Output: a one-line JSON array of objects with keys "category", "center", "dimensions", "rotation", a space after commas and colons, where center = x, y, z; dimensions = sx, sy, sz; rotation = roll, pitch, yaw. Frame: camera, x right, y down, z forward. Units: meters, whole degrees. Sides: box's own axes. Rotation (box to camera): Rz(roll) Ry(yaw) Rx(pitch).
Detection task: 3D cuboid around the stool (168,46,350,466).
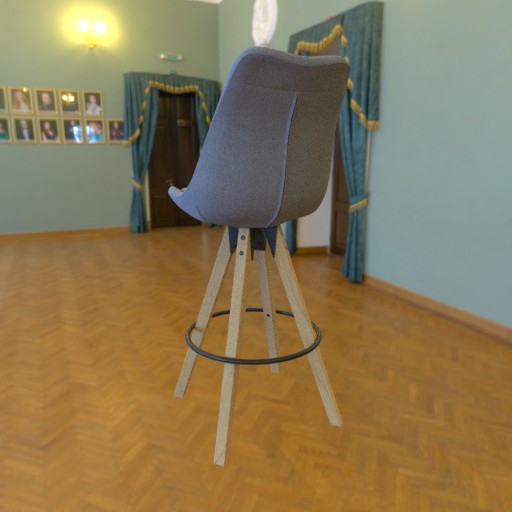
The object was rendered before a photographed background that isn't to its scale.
[{"category": "stool", "center": [0.000, 0.000, 1.411], "dimensions": [0.485, 1.115, 0.550], "rotation": [-7, 15, -26]}]
